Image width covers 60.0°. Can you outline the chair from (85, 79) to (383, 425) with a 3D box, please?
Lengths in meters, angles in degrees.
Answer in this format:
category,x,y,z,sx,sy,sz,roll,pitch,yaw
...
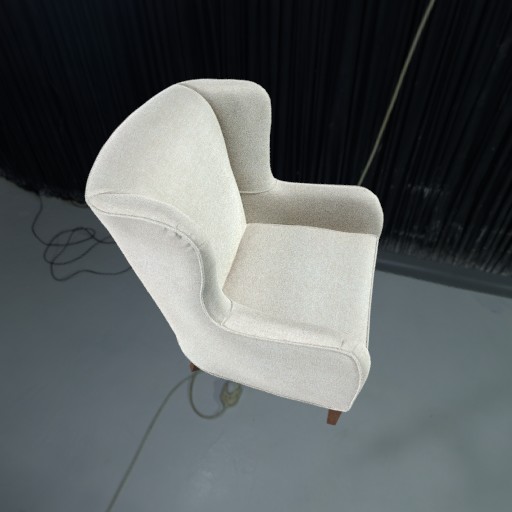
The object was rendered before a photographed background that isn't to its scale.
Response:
category,x,y,z,sx,sy,sz,roll,pitch,yaw
chair,0.000,0.000,1.751,0.966,1.040,0.838,11,48,10
